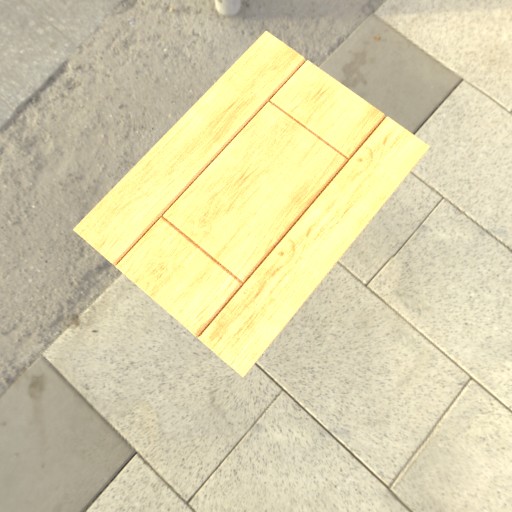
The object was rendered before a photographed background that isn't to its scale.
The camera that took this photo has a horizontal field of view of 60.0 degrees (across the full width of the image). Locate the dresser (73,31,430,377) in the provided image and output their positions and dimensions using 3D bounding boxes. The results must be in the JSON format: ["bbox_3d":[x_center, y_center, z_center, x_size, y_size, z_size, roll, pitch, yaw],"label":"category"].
[{"bbox_3d":[0.000,0.000,1.298,0.390,1.041,0.531,39,79,9],"label":"dresser"}]
